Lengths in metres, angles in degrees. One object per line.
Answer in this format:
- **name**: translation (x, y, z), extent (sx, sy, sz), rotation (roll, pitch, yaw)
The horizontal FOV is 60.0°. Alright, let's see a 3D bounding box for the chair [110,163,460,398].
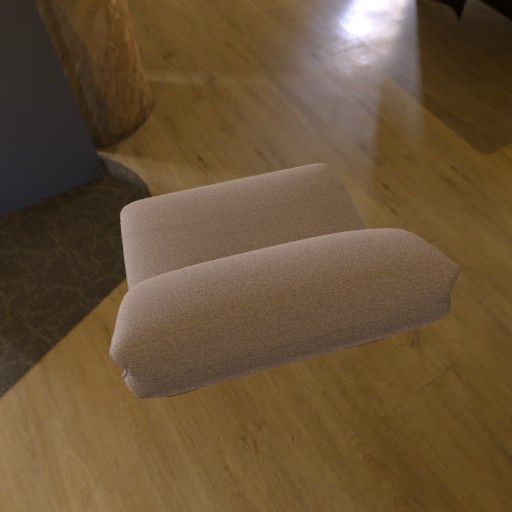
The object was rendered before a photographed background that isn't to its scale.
- **chair**: translation (0.000, 0.000, 1.355), extent (0.820, 0.580, 0.780), rotation (-13, 59, -8)
